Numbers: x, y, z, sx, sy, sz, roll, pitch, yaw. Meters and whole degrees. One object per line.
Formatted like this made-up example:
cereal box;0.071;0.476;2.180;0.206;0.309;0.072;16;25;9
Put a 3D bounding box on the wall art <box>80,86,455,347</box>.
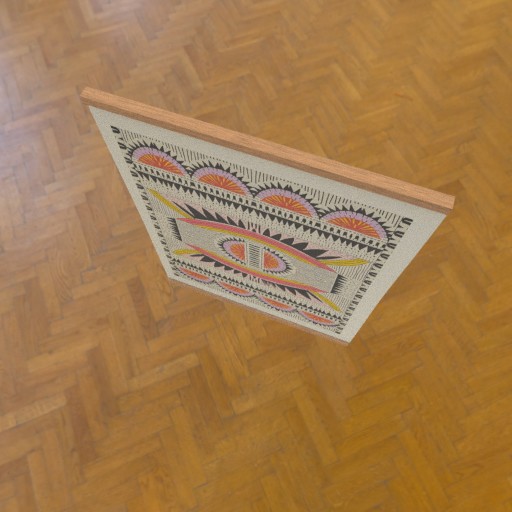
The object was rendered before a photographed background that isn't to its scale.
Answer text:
wall art;0.000;0.000;1.312;0.765;1.016;0.028;19;66;9
